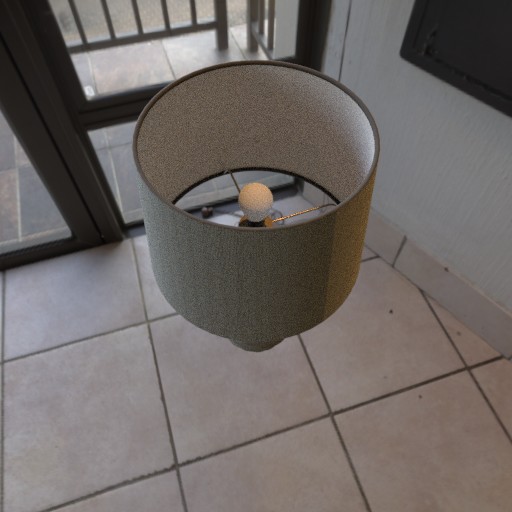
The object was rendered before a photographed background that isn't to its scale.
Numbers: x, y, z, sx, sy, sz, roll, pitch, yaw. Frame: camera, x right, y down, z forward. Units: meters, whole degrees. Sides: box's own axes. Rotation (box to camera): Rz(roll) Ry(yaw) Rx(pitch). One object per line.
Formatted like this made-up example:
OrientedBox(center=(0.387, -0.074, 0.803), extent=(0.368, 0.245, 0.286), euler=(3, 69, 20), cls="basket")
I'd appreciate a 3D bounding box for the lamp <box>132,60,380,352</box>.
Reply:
OrientedBox(center=(0.000, 0.000, 0.833), extent=(0.376, 0.594, 0.376), euler=(0, 57, 0), cls="lamp")
